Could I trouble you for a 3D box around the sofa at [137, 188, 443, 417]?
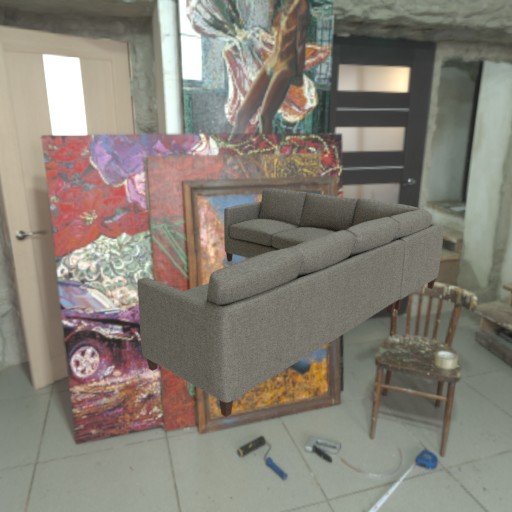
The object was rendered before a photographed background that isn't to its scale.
[{"bbox_3d":[0.000,0.000,4.570,2.593,0.947,3.302,15,22,41],"label":"sofa"}]
